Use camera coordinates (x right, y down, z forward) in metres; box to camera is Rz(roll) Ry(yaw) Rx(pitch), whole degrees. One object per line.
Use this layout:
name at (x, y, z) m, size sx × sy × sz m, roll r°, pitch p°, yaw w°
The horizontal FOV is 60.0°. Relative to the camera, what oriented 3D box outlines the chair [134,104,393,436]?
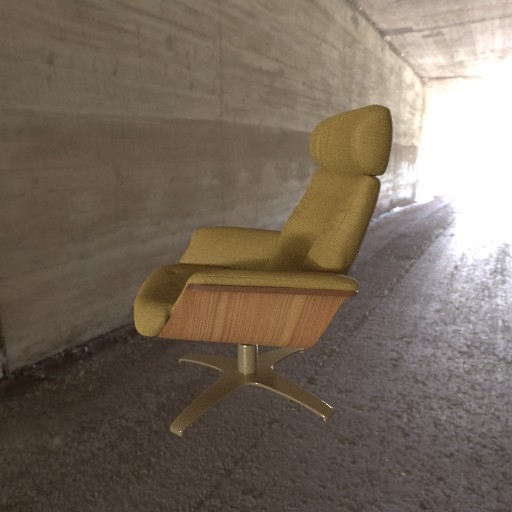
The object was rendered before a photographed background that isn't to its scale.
chair at (0.000, 0.000, 1.555) m, size 0.837 × 0.995 × 0.785 m, roll -2°, pitch 14°, yaw -7°
